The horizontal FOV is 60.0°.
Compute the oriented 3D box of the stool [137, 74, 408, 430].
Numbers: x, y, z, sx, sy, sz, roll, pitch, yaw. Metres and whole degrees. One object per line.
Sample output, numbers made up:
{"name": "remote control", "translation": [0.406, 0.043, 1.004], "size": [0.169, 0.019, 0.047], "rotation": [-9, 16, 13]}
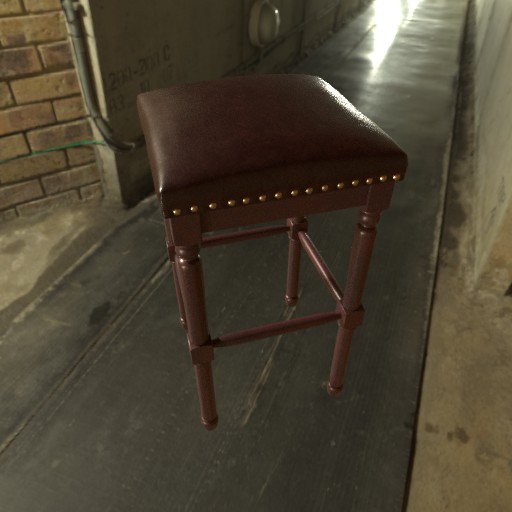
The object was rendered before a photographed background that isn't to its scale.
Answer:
{"name": "stool", "translation": [0.000, 0.000, 0.962], "size": [0.383, 0.702, 0.382], "rotation": [-11, 41, -12]}
